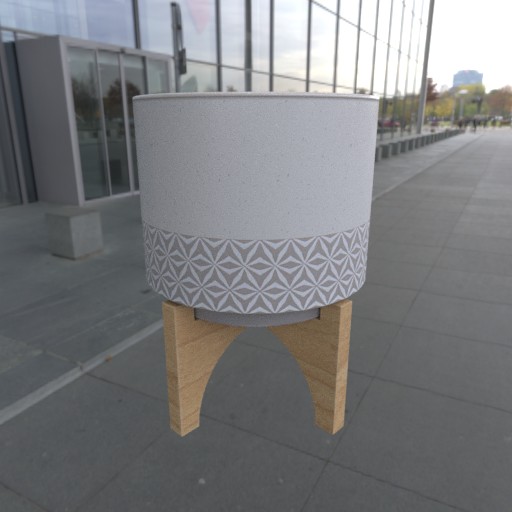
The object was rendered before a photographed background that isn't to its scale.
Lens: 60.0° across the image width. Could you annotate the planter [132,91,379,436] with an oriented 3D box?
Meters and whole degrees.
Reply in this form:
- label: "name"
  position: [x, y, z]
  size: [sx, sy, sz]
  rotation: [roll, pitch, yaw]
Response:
- label: "planter"
  position: [0.000, 0.000, 0.511]
  size: [0.249, 0.343, 0.249]
  rotation: [0, 17, 0]
